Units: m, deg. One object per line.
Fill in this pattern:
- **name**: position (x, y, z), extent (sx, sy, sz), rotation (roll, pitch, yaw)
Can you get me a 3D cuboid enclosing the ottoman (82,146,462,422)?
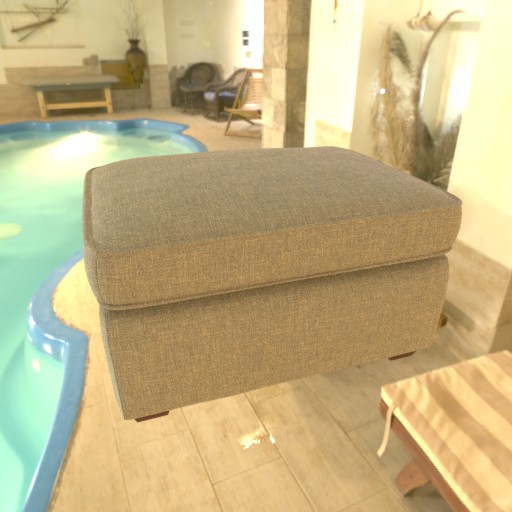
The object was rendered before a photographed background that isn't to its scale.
- **ottoman**: position (0.000, 0.000, 1.103), extent (0.762, 0.457, 0.559), rotation (-9, 28, -17)
